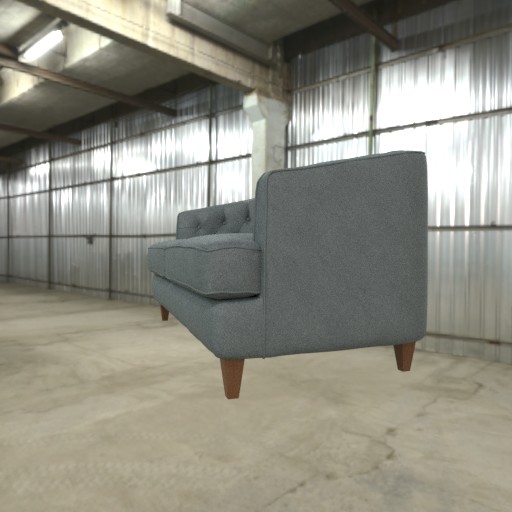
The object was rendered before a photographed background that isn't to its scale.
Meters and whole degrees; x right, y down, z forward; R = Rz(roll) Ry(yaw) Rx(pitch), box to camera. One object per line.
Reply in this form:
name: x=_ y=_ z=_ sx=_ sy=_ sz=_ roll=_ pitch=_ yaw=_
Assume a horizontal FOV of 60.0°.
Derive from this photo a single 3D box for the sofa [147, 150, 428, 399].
sofa: x=0.000 y=0.000 z=2.239 sx=0.941 sy=0.855 sz=1.733 roll=0 pitch=1 yaw=-19
